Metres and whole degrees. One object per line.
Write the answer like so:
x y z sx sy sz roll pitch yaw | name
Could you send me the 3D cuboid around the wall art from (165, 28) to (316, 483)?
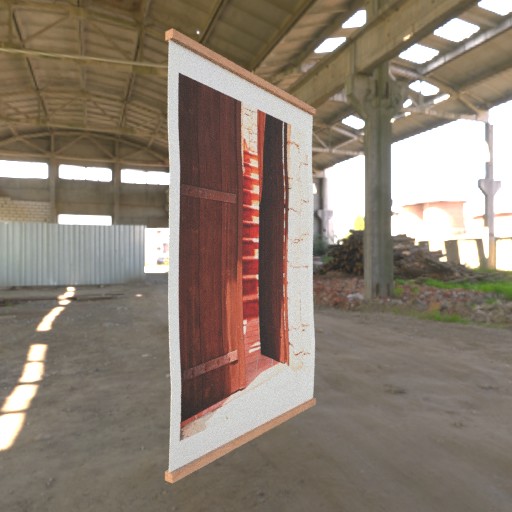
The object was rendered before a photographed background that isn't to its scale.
0.000 0.000 0.633 0.012 0.508 0.332 0 0 36 | wall art
